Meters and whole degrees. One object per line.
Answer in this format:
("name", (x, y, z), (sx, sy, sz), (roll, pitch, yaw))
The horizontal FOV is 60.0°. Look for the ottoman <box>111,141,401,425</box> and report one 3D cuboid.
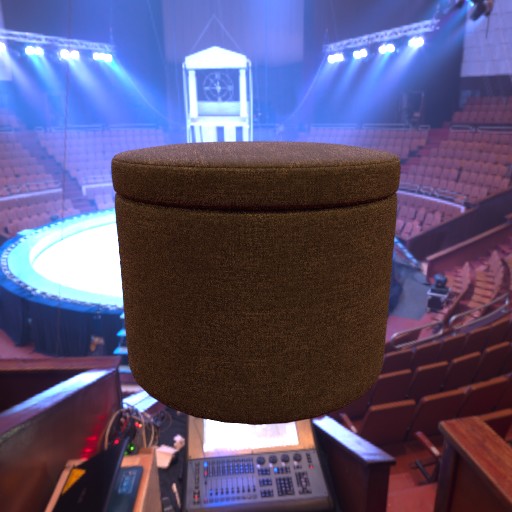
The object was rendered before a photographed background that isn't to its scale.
("ottoman", (0.000, 0.000, 0.847), (0.500, 0.419, 0.500), (0, 16, 0))
